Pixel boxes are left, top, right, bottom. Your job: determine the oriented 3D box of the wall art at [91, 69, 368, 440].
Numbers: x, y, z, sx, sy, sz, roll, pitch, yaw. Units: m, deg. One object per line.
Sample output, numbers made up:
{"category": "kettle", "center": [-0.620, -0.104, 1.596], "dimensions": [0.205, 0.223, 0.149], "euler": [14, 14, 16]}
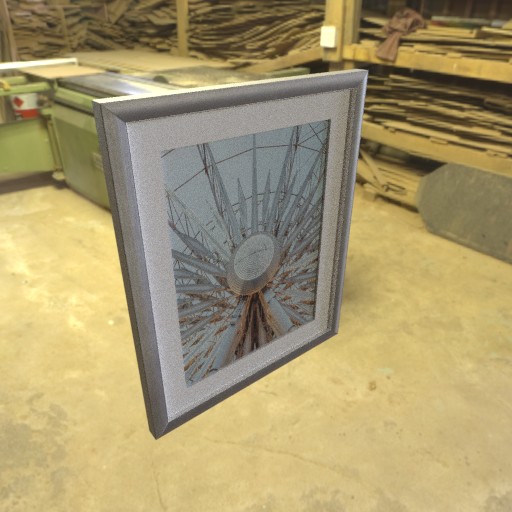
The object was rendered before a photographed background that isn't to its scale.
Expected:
{"category": "wall art", "center": [0.000, 0.000, 0.757], "dimensions": [0.458, 0.558, 0.029], "euler": [-21, 36, -33]}
